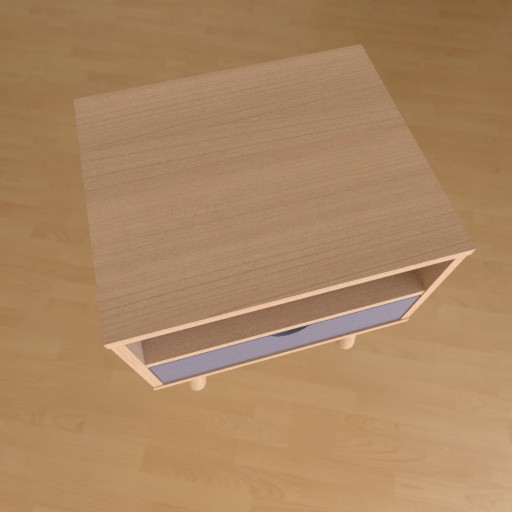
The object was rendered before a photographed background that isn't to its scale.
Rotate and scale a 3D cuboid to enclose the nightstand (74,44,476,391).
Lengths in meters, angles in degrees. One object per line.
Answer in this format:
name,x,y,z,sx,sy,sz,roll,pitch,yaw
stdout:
nightstand,0.000,0.000,0.830,0.450,0.530,0.380,-14,64,-7
